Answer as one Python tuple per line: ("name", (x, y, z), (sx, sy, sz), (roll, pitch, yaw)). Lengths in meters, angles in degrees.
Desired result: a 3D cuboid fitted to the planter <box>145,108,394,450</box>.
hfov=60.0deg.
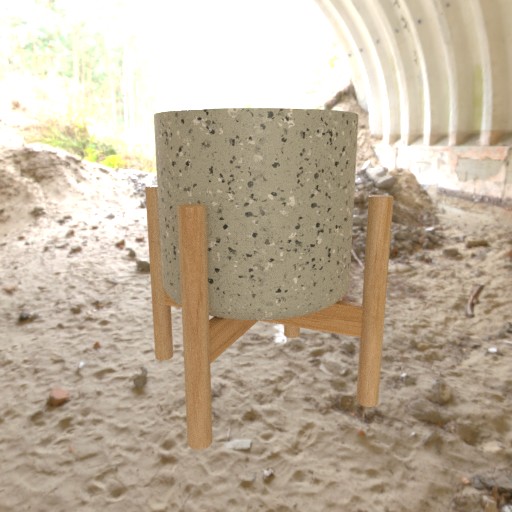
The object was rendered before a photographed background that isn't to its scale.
("planter", (0.000, 0.000, 0.530), (0.284, 0.320, 0.284), (-13, 19, -42))
